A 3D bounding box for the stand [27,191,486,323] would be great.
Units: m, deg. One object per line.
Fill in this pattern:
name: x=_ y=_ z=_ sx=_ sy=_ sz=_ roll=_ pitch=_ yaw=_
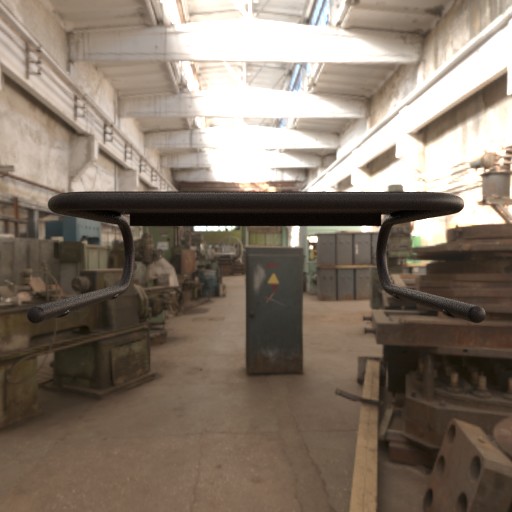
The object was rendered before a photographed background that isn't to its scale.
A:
stand: x=0.000 y=0.000 z=0.492 sx=0.370 sy=0.108 sz=0.280 roll=0 pitch=1 yaw=0
